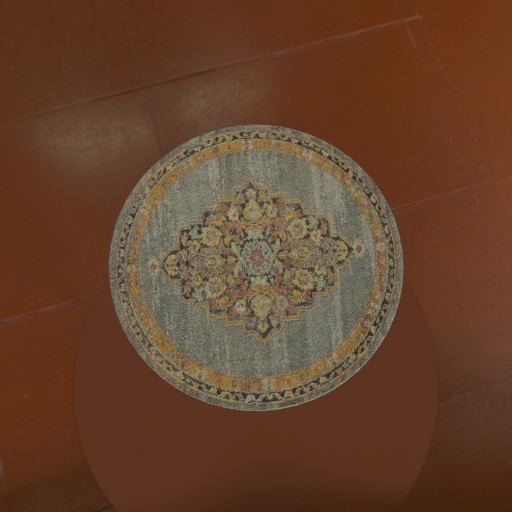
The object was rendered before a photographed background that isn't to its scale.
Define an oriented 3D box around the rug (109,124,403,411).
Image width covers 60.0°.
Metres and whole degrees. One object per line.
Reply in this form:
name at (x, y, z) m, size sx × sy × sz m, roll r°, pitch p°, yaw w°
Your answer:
rug at (0.000, 0.000, 2.415) m, size 1.598 × 0.010 × 1.598 m, roll 0°, pitch 76°, yaw 0°
